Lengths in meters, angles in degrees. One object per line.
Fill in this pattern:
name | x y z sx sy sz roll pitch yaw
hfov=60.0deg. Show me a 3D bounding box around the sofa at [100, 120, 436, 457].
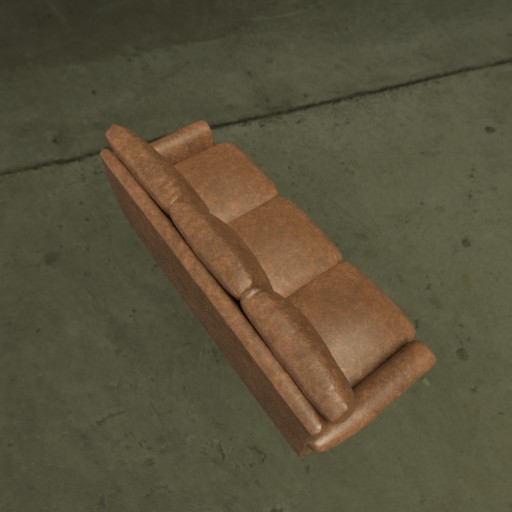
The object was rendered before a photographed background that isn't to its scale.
sofa | 0.000 0.000 2.841 0.973 0.977 2.351 -32 63 -18
